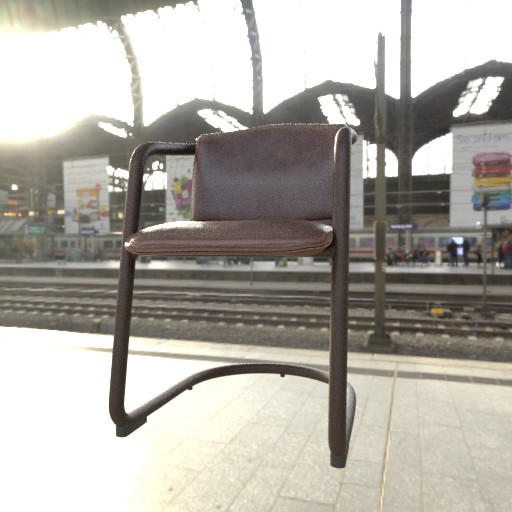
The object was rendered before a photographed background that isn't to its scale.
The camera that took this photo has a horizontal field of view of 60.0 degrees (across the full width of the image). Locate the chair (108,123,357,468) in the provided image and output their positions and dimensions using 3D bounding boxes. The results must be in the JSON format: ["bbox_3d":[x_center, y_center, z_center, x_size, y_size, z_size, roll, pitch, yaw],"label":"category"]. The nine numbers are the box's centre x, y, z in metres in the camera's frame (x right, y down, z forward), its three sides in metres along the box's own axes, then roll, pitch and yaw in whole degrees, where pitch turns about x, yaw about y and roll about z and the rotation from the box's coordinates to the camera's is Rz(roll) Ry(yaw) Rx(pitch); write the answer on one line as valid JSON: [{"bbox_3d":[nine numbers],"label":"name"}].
[{"bbox_3d":[0.000,0.000,1.205,0.536,0.836,0.664,0,1,17],"label":"chair"}]
